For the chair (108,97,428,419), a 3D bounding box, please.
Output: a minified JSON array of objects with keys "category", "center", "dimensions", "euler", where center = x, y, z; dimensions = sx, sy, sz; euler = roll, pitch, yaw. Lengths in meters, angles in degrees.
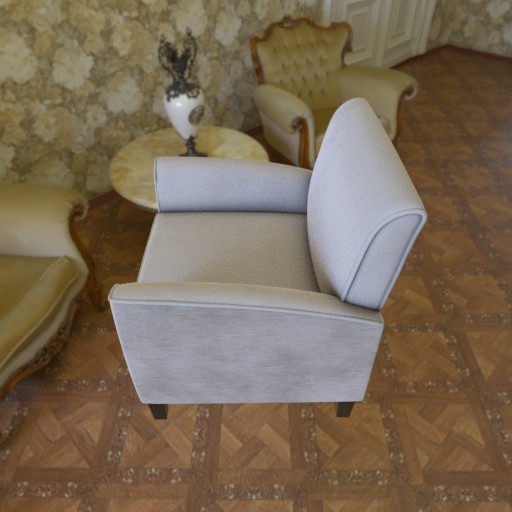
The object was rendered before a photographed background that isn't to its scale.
[{"category":"chair","center":[0.000,0.000,1.603],"dimensions":[0.821,0.915,0.820],"euler":[0,40,-1]}]
